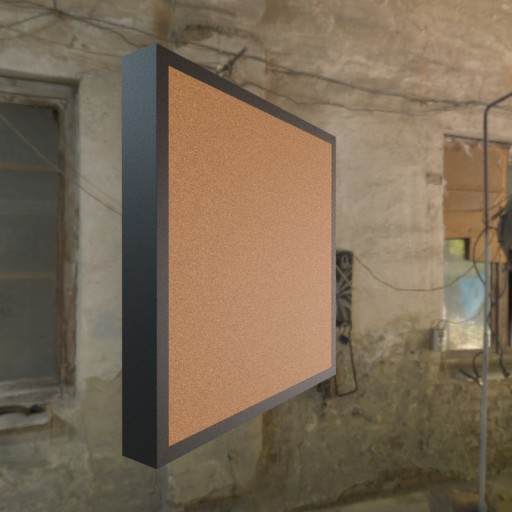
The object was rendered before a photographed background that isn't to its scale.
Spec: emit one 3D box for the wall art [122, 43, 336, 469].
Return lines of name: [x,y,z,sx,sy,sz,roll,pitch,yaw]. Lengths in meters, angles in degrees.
wall art: [0.000,0.000,0.452,0.038,0.304,0.305,0,0,35]
